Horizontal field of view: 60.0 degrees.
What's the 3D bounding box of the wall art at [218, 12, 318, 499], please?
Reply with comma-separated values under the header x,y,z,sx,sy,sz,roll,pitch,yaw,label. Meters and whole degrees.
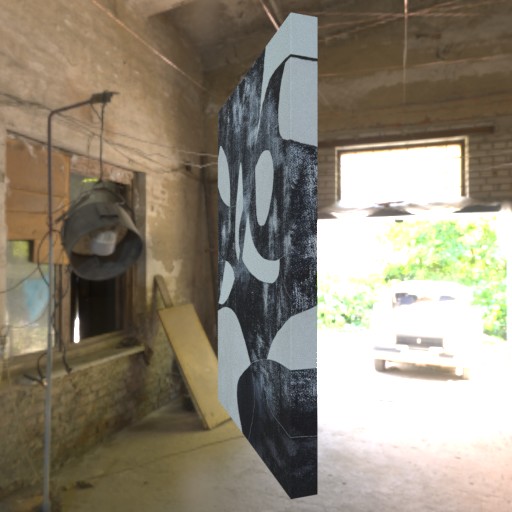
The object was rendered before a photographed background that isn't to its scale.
x,y,z,sx,sy,sz,roll,pitch,yaw,label
0.000,0.000,0.754,0.039,0.610,0.407,0,0,-18,wall art
